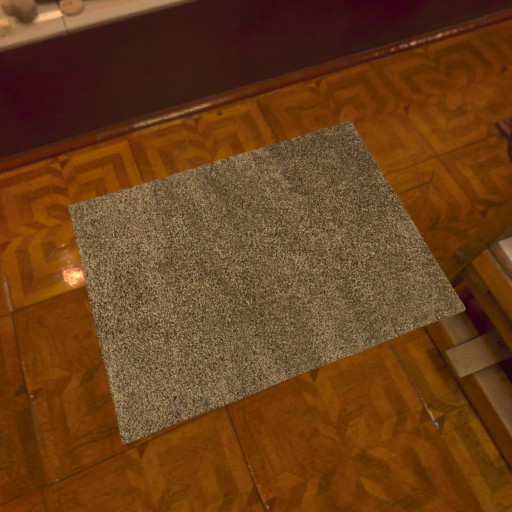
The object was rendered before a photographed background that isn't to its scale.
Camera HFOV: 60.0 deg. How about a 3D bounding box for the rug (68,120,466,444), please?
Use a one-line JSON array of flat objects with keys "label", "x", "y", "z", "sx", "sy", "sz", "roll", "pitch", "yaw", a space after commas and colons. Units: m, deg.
[{"label": "rug", "x": 0.000, "y": 0.000, "z": 2.148, "sx": 1.601, "sy": 0.025, "sz": 1.198, "roll": -19, "pitch": 66, "yaw": -9}]
